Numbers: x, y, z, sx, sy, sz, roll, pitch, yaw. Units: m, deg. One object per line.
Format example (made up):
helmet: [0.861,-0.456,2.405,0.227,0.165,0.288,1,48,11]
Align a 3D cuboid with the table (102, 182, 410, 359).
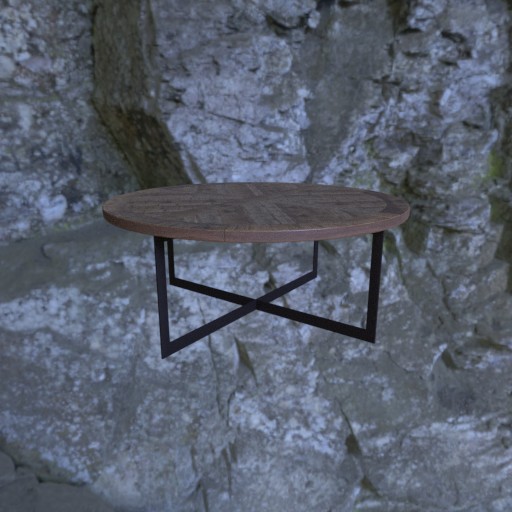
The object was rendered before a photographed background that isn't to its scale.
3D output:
table: [0.000,0.000,1.989,1.264,0.516,1.264,0,16,0]
